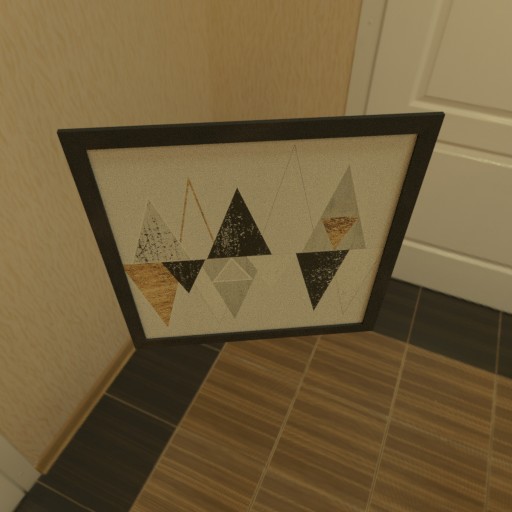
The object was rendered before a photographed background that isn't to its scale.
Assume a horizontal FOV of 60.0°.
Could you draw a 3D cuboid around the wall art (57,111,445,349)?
[{"bbox_3d":[0.000,0.000,1.238,0.823,0.823,0.013,-4,46,-4],"label":"wall art"}]
